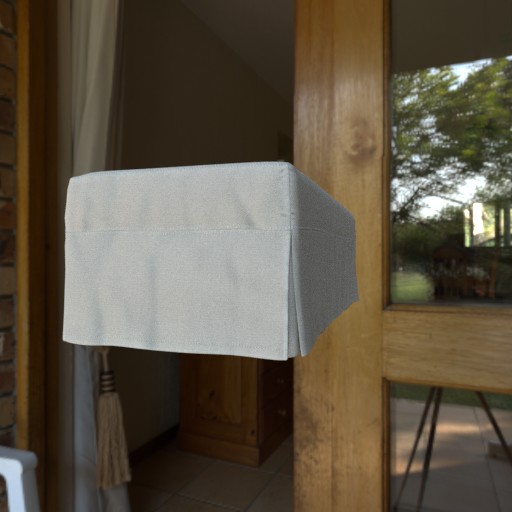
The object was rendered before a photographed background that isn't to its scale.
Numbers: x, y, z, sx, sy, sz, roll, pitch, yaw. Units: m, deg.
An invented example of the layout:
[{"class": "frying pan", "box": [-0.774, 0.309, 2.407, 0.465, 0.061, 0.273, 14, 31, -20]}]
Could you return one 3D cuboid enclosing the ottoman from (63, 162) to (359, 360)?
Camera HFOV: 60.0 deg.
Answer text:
[{"class": "ottoman", "box": [0.000, 0.000, 1.707, 0.665, 0.457, 1.388, 0, 0, 18]}]
